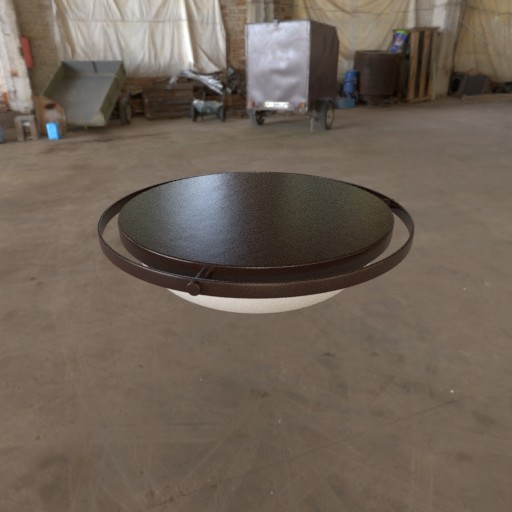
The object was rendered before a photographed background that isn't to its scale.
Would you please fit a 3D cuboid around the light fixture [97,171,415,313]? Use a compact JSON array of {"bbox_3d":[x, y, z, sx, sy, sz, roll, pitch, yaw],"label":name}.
[{"bbox_3d":[0.000,0.000,0.555,0.361,0.130,0.361,0,25,0],"label":"light fixture"}]
